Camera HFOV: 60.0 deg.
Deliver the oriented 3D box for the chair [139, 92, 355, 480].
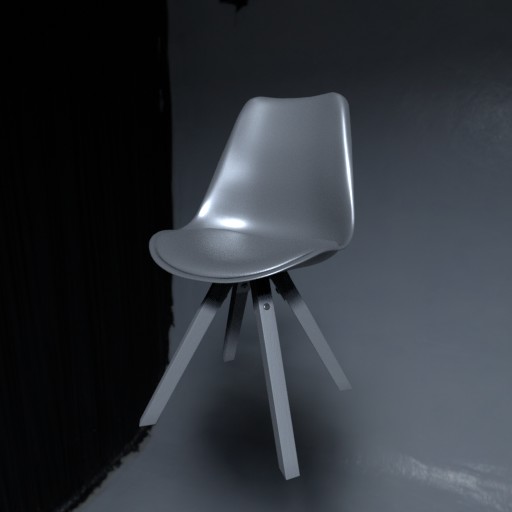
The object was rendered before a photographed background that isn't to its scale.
[{"bbox_3d":[0.000,0.000,1.165,0.485,0.850,0.530,7,15,27],"label":"chair"}]
